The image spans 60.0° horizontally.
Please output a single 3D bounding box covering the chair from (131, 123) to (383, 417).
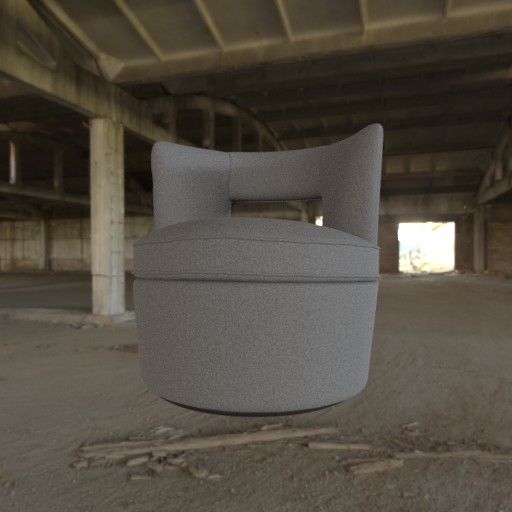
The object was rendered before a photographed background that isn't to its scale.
[{"bbox_3d":[0.000,0.000,1.256,0.689,0.719,0.660,0,1,17],"label":"chair"}]
